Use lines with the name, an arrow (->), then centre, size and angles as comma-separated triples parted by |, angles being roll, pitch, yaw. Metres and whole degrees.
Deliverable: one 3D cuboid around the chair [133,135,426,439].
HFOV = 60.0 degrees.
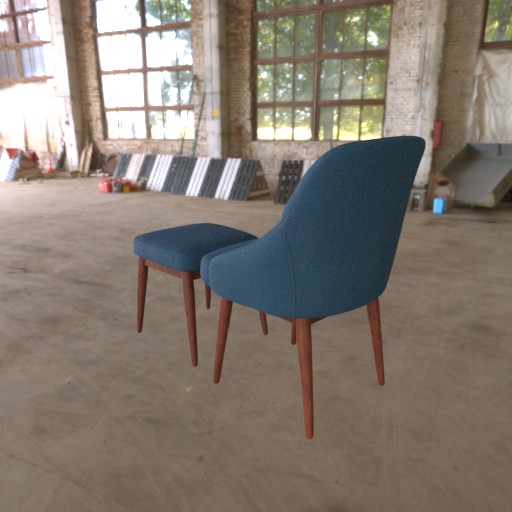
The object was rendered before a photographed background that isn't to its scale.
chair -> 0.000, 0.000, 1.631 | 0.584, 0.866, 1.114 | -15, 22, -42
